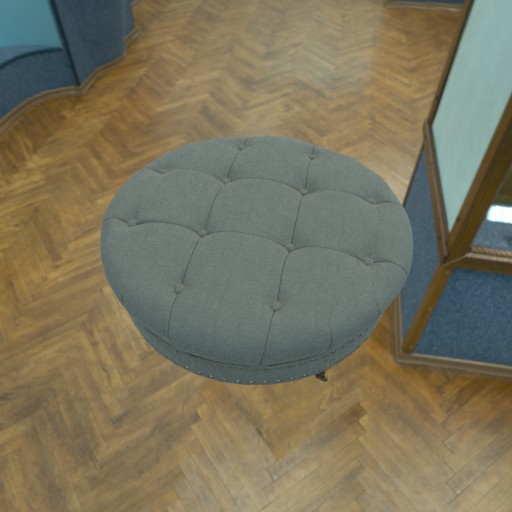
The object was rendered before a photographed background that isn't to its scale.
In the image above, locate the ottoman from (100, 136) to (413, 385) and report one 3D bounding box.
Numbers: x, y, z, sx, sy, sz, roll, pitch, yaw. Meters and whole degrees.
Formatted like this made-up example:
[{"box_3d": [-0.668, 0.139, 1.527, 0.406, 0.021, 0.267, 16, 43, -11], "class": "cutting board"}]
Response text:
[{"box_3d": [0.000, 0.000, 1.414, 0.901, 0.439, 0.901, 0, 47, 0], "class": "ottoman"}]
